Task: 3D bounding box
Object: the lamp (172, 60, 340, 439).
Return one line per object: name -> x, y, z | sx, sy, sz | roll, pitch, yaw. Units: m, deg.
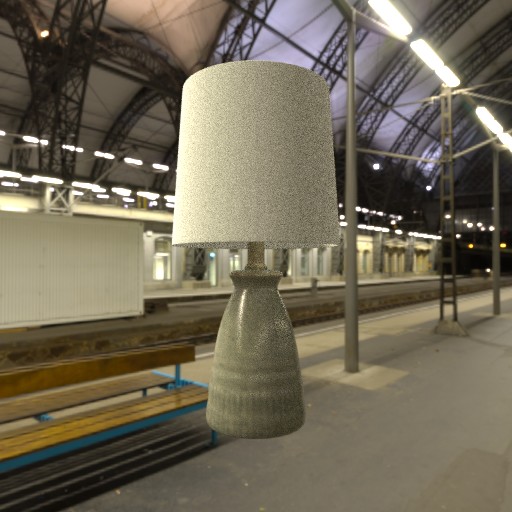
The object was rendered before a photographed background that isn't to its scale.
lamp -> 0.000, 0.000, 0.500 | 0.186, 0.369, 0.186 | 0, -1, 0
